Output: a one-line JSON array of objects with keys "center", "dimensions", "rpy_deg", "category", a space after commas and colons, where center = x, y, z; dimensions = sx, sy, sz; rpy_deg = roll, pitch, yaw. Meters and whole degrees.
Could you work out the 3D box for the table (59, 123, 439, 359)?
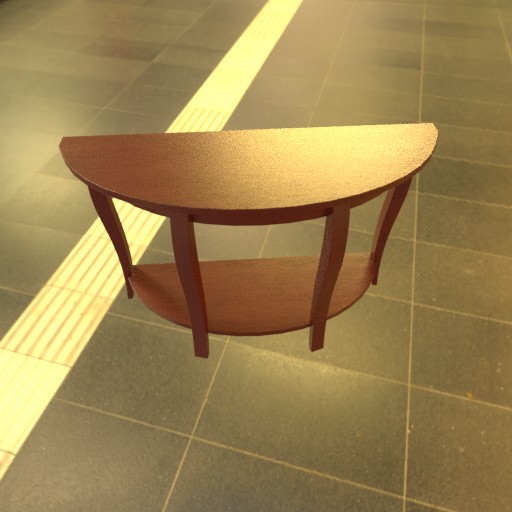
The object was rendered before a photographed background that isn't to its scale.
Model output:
[{"center": [0.000, 0.000, 1.597], "dimensions": [1.219, 0.779, 0.405], "rpy_deg": [-3, 46, -3], "category": "table"}]
